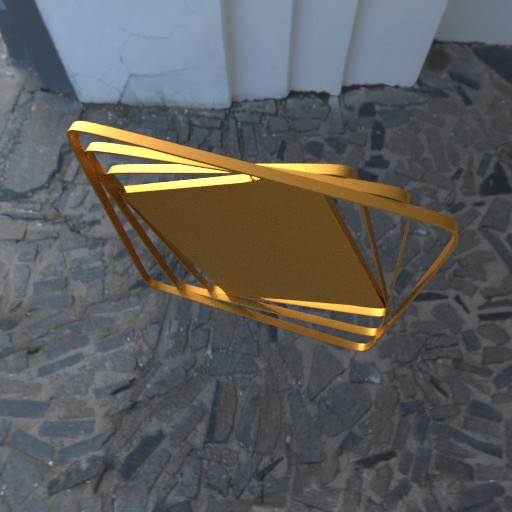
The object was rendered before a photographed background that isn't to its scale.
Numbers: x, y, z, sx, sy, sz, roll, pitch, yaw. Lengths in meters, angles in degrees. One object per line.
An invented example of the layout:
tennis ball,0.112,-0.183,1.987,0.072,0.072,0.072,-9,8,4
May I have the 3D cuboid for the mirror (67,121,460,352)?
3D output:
mirror,0.000,0.000,0.691,0.470,0.468,0.045,16,64,8
